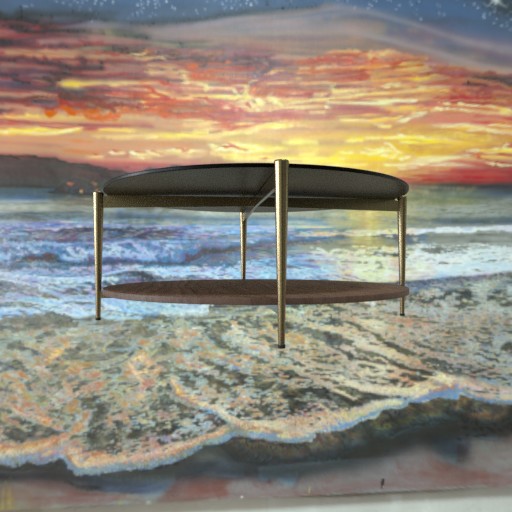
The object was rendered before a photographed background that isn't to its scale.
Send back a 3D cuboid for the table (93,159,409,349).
[{"bbox_3d":[0.000,0.000,1.436,0.938,0.400,0.938,0,-1,-36],"label":"table"}]
